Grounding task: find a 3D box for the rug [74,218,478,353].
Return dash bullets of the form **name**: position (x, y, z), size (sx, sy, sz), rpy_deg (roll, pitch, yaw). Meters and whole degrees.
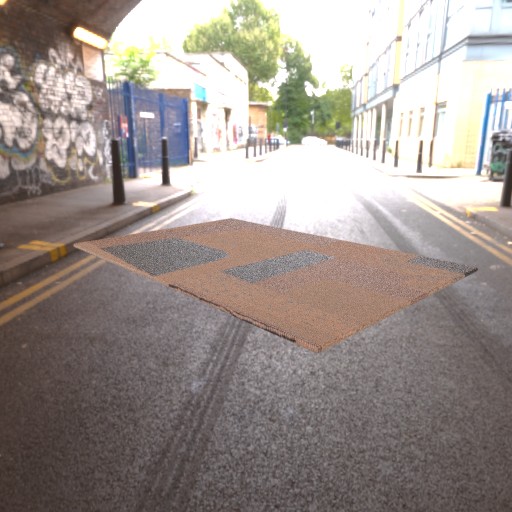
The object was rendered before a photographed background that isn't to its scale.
- **rug**: position (0.000, 0.000, 2.389), size (1.238, 0.020, 1.847), rpy_deg (-14, 21, -42)
